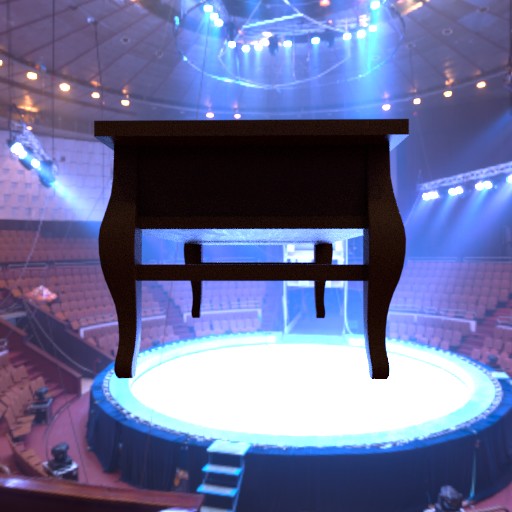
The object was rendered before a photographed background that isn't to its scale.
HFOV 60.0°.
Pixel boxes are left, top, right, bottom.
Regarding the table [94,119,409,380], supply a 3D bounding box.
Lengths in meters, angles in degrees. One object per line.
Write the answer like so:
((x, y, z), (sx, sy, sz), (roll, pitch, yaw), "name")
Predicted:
((0.000, 0.000, 1.347), (0.600, 0.494, 1.062), (0, -1, 1), "table")
